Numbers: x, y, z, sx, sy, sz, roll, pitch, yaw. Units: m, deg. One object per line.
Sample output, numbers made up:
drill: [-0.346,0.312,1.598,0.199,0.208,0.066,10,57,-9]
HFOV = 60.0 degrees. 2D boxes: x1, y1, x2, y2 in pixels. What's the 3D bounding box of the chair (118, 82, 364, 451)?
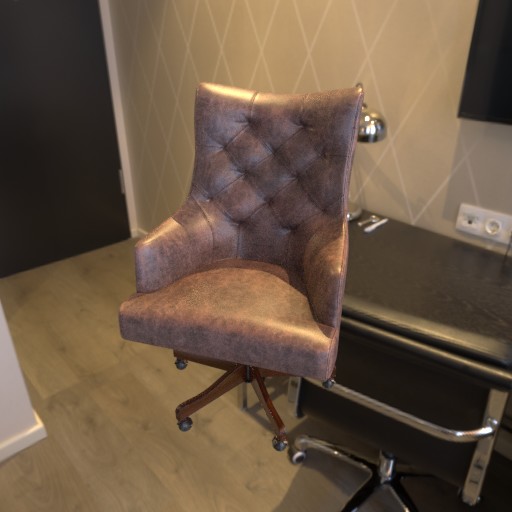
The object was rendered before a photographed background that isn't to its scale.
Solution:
chair: [0.000,0.000,1.493,0.641,1.035,0.762,8,28,15]
